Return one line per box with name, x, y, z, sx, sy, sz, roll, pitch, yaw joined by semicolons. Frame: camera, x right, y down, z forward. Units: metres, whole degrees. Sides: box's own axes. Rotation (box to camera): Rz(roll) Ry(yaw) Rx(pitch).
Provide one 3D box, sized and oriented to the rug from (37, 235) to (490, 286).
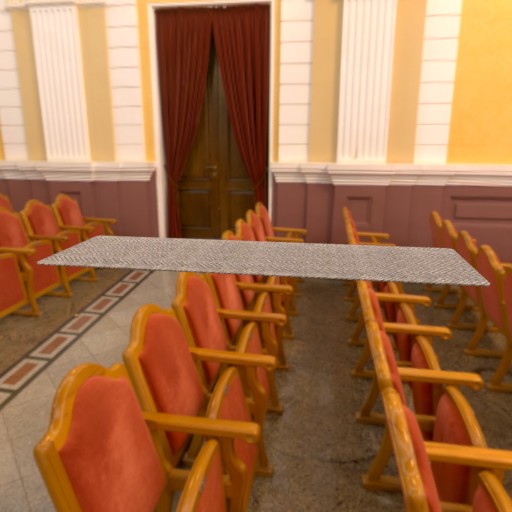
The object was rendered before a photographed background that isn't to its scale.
rug;0.000;0.000;2.517;2.286;0.008;0.686;2;15;9
